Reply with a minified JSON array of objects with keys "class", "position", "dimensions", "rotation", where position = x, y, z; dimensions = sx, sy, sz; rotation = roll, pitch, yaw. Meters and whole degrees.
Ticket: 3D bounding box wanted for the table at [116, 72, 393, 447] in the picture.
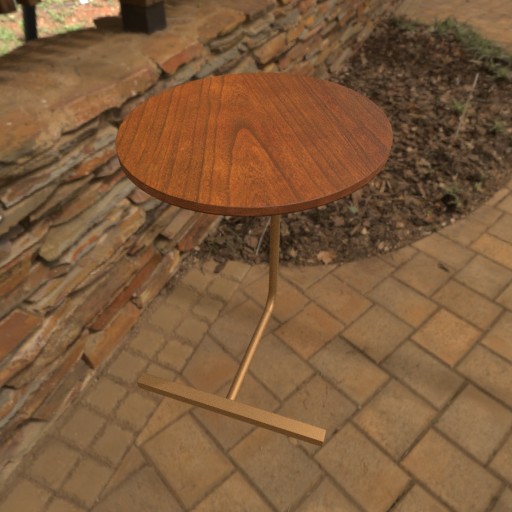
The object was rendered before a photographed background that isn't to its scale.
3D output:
[{"class":"table","position":[0.000,0.000,1.117],"dimensions":[0.530,0.706,0.577],"rotation":[13,43,14]}]
